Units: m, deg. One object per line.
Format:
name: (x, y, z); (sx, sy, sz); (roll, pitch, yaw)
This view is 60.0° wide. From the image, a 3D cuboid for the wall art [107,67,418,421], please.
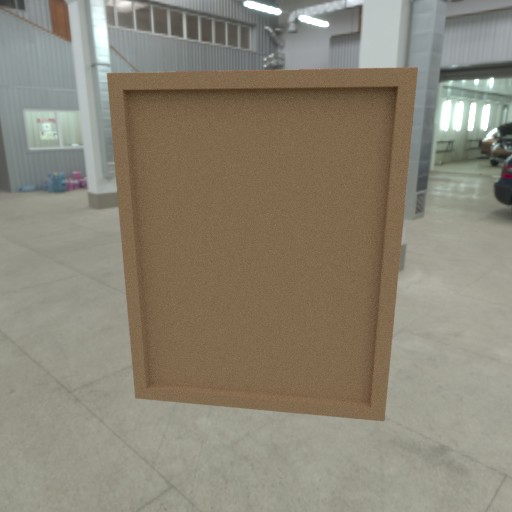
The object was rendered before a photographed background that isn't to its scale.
wall art: (0.000, 0.000, 0.657); (0.406, 0.508, 0.028); (2, 16, 8)
